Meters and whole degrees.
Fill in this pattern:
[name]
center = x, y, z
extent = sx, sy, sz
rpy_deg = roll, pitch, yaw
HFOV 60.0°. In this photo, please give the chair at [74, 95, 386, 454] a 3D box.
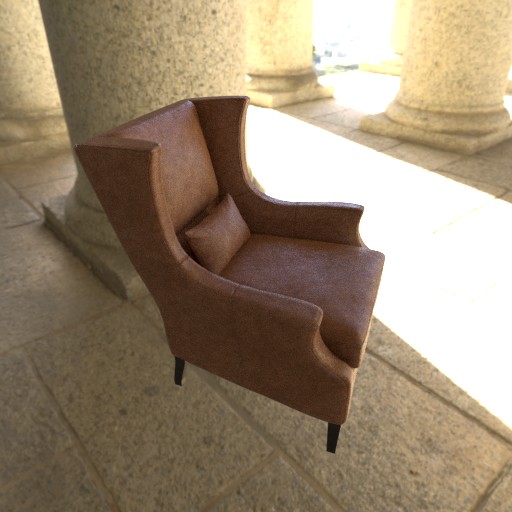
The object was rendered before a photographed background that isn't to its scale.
[chair]
center = 0.000, 0.000, 1.692
extent = 0.926, 1.016, 0.853
rpy_deg = 11, 33, 18
